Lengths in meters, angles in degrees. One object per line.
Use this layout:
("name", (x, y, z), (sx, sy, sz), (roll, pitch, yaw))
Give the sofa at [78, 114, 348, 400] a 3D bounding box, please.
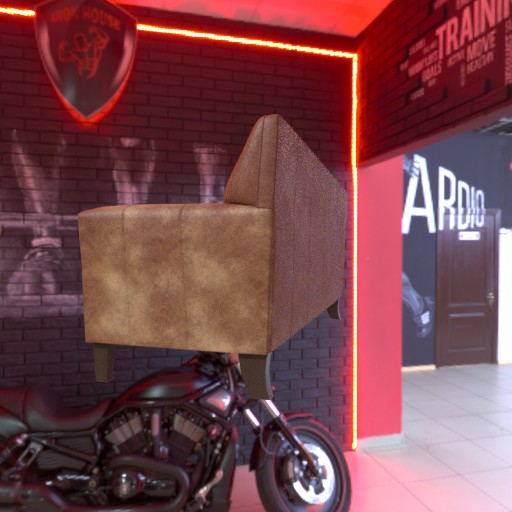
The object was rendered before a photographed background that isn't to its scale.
("sofa", (0.000, 0.000, 2.498), (0.805, 0.947, 2.053), (0, 1, 18))
